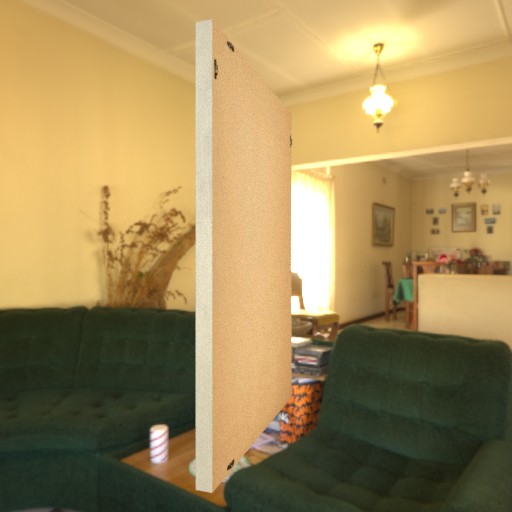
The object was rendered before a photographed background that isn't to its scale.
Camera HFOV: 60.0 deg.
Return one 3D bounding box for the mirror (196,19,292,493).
[{"bbox_3d":[0.000,0.000,1.148,0.041,0.915,0.609,0,0,19],"label":"mirror"}]
